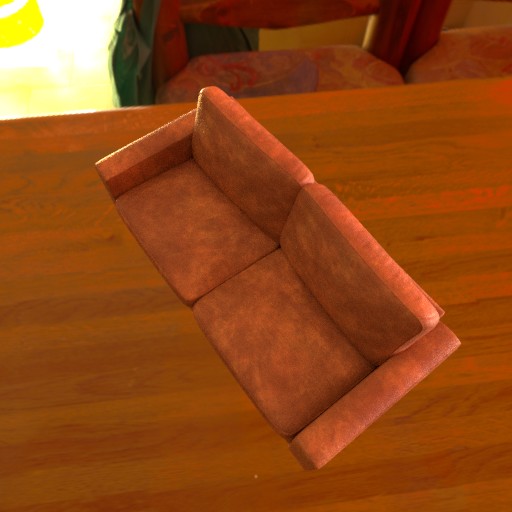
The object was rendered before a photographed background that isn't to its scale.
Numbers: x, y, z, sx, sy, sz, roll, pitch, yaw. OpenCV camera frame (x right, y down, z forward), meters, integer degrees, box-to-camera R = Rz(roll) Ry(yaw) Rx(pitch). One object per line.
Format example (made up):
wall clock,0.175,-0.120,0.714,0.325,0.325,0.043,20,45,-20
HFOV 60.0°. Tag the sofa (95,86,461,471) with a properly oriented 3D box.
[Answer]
sofa,0.000,0.000,2.632,1.016,0.873,2.179,-34,68,-15
